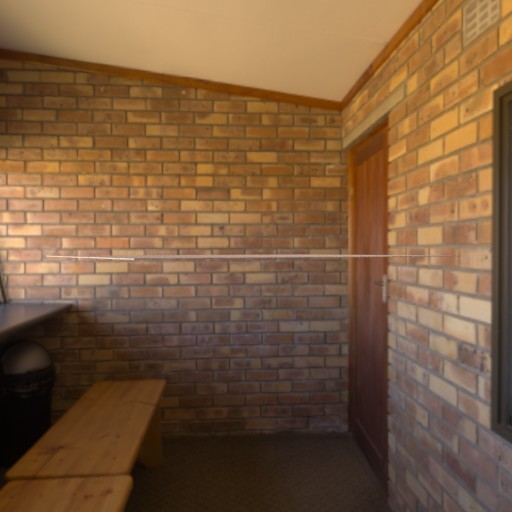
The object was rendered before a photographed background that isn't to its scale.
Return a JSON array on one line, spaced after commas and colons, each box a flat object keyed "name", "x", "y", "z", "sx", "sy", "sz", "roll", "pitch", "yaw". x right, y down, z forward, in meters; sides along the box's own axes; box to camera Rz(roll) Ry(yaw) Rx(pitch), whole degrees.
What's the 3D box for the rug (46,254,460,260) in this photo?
[{"name": "rug", "x": 0.000, "y": 0.000, "z": 3.754, "sx": 2.895, "sy": 0.006, "sz": 1.981, "roll": 0, "pitch": 1, "yaw": -36}]
